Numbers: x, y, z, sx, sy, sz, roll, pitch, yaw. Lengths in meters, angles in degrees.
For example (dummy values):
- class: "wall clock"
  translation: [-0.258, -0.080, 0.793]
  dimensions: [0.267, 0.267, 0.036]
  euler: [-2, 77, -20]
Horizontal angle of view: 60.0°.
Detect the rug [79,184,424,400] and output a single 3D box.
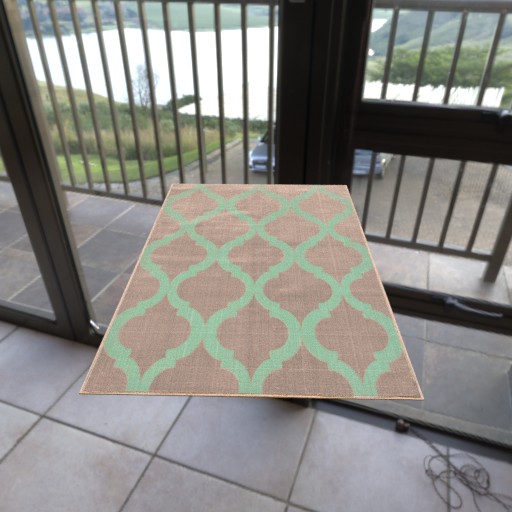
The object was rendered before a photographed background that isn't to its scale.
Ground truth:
- class: "rug"
  translation: [0.000, 0.000, 2.912]
  dimensions: [1.524, 0.006, 2.286]
  euler: [1, 33, 1]
